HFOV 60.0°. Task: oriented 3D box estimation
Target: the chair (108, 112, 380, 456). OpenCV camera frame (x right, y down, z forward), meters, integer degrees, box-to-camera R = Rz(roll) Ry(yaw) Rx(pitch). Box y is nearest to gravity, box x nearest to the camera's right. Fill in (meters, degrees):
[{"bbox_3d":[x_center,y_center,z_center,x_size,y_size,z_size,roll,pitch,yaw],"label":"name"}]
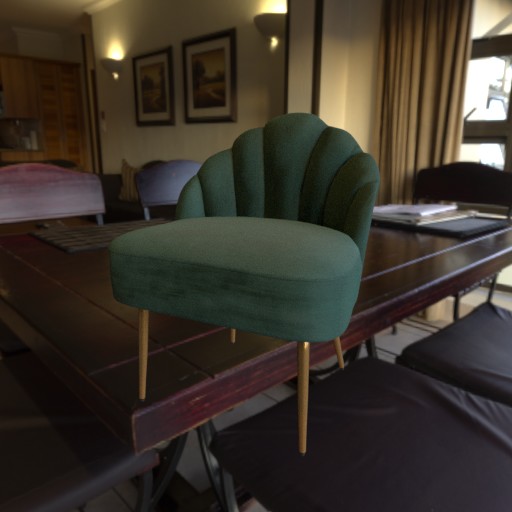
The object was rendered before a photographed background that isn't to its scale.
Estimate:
[{"bbox_3d":[0.000,0.000,1.275,0.657,0.819,0.599,7,16,27],"label":"chair"}]
